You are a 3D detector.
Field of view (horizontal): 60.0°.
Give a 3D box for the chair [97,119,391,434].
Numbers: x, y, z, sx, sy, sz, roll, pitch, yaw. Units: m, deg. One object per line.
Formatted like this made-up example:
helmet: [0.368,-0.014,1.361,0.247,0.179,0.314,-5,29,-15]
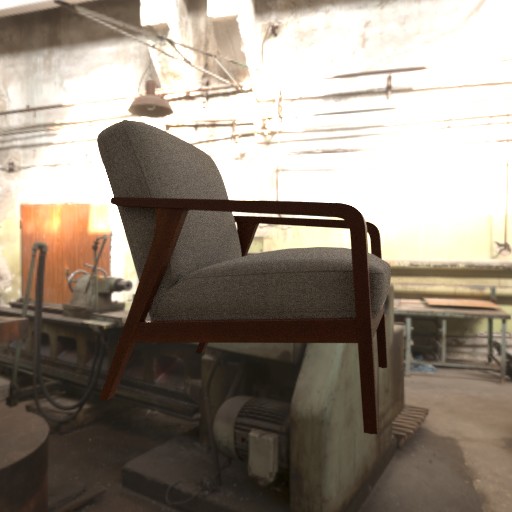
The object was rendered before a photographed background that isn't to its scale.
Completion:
chair: [0.000,0.000,1.493,0.858,0.847,0.704,0,1,19]
